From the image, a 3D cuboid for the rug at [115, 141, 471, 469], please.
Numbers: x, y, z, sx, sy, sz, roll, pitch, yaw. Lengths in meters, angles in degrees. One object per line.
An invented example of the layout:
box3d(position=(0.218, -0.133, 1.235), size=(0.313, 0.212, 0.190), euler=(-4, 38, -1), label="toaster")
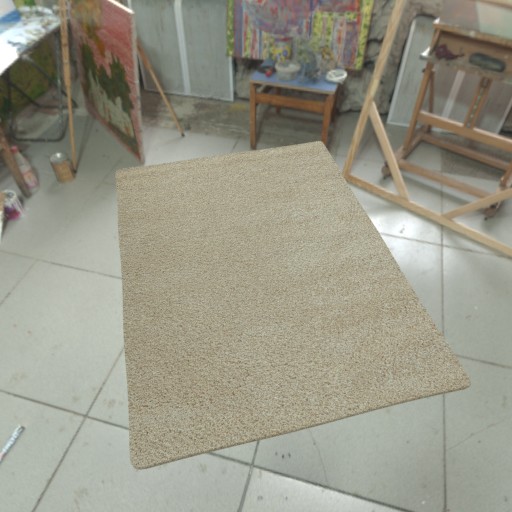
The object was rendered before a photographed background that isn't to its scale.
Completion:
box3d(position=(0.000, 0.000, 2.010), size=(1.199, 0.025, 1.600), euler=(-10, 48, -9), label="rug")
